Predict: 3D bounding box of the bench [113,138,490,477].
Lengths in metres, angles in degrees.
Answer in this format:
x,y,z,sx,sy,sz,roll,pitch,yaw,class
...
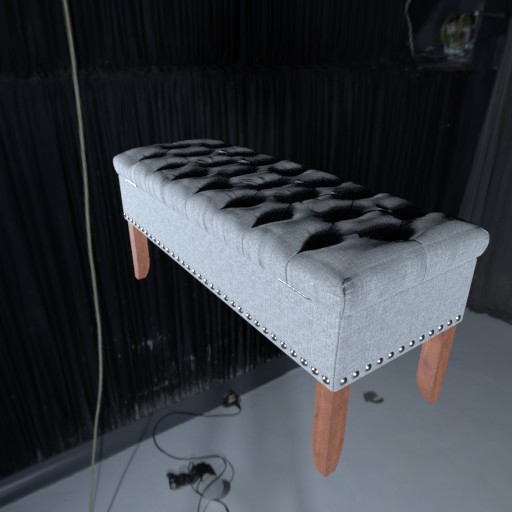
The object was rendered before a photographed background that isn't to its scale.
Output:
x,y,z,sx,sy,sz,roll,pitch,yaw,class
0.000,0.000,1.247,0.417,0.470,1.052,-17,31,-31,bench
